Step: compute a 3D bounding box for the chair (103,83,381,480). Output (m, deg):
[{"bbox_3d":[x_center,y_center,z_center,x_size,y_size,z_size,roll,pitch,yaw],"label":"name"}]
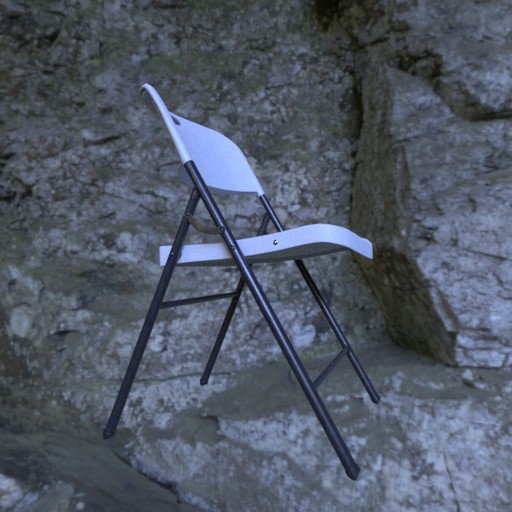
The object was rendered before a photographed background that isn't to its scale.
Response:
[{"bbox_3d":[0.000,0.000,1.116,0.566,0.810,0.494,0,-1,20],"label":"chair"}]
